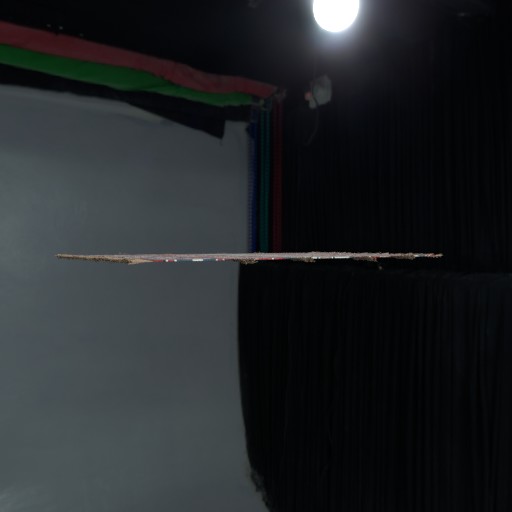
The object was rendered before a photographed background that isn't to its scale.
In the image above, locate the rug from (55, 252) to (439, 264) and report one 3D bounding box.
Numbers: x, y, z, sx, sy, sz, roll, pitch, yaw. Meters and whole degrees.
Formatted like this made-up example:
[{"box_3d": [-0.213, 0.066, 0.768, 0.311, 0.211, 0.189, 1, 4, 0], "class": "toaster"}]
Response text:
[{"box_3d": [0.000, 0.000, 2.667, 2.025, 0.040, 1.469, -1, 1, -36], "class": "rug"}]
